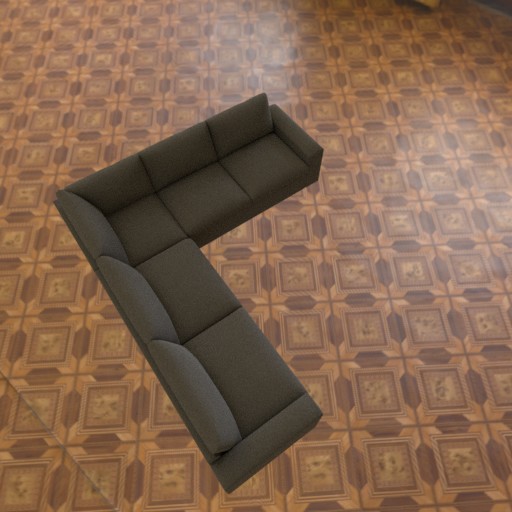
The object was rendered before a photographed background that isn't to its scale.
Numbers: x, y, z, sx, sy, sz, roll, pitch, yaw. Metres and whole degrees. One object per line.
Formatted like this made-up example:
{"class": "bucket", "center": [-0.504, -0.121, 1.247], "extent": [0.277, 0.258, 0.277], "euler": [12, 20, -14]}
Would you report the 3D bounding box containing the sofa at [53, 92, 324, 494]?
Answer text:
{"class": "sofa", "center": [0.000, 0.000, 4.605], "extent": [2.895, 0.965, 3.277], "euler": [-31, 64, -17]}
